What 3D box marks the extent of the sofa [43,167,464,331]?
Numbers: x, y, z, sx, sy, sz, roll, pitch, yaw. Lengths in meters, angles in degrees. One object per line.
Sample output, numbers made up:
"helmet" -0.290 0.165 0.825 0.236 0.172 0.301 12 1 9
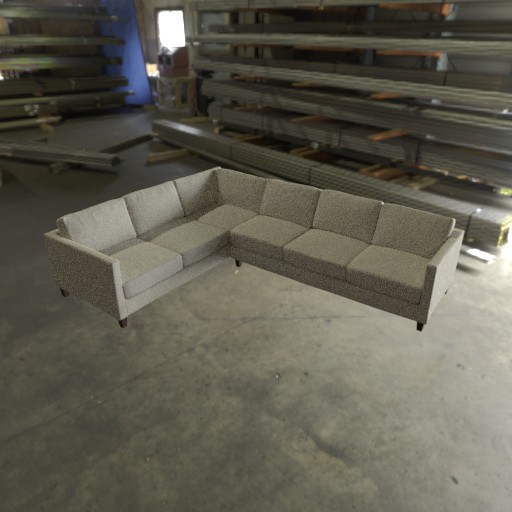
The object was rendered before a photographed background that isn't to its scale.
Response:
"sofa" 0.000 0.000 4.283 3.182 0.863 2.432 18 32 32
